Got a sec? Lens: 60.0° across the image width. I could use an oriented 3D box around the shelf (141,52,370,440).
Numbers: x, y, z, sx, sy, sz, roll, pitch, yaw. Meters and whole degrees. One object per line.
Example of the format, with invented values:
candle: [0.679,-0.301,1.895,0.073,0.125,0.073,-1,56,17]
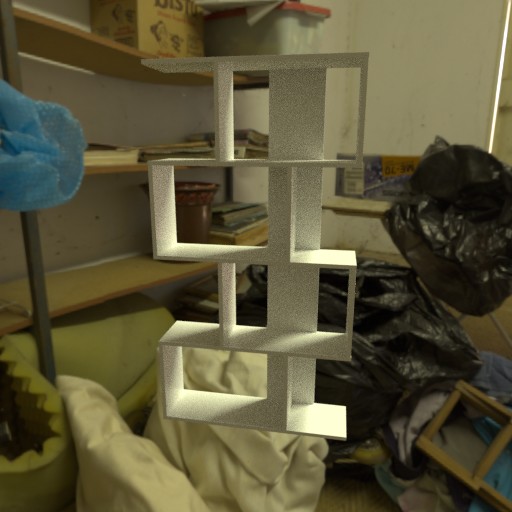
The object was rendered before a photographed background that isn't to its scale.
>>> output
shelf: [0.000,0.000,2.026,0.890,1.650,0.250,3,15,10]
